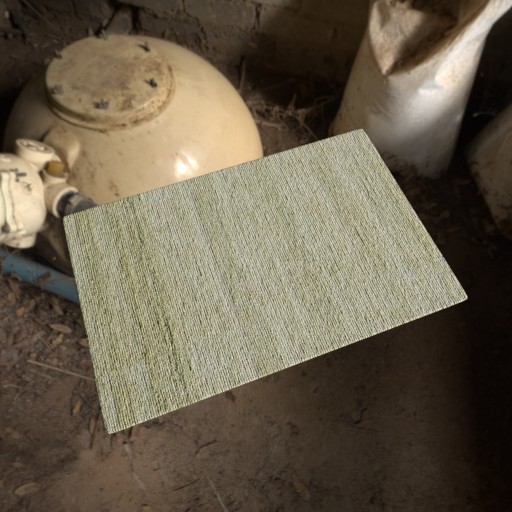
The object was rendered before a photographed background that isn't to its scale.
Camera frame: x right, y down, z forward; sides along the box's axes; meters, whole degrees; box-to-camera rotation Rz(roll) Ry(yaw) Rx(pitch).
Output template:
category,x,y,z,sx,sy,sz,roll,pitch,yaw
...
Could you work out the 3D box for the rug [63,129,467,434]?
category,x,y,z,sx,sy,sz,roll,pitch,yaw
rug,0.000,0.000,2.231,1.758,0.010,1.143,-18,65,-9
